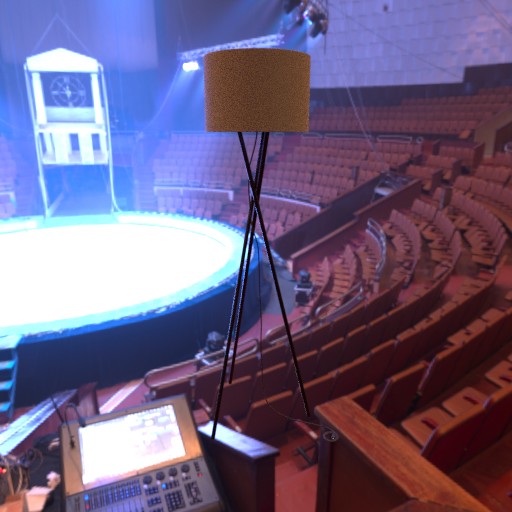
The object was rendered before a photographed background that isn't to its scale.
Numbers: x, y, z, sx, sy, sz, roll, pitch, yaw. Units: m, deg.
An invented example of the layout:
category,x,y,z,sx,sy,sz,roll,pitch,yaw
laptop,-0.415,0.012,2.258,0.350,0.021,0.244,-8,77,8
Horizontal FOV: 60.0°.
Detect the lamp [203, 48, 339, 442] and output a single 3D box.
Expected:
category,x,y,z,sx,sy,sz,roll,pitch,yaw
lamp,0.000,0.000,1.949,0.522,1.624,0.667,-8,17,-27
